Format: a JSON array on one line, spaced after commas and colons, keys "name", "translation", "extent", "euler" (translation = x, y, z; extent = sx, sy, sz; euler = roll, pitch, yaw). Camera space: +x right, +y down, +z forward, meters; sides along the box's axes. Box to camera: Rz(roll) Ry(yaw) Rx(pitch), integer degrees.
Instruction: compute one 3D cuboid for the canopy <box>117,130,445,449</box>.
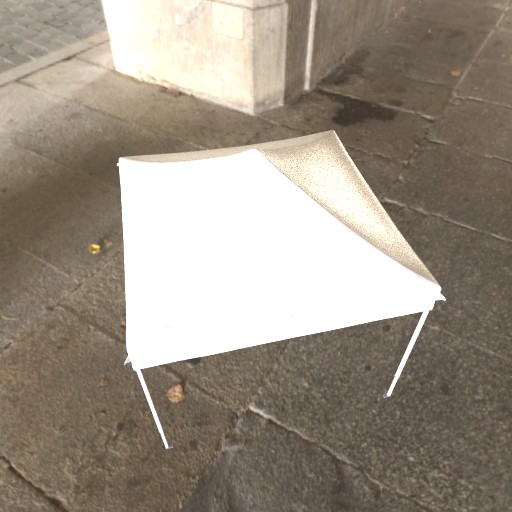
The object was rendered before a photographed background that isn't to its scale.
[{"name": "canopy", "translation": [0.000, 0.000, 5.386], "extent": [2.994, 2.998, 2.996], "euler": [-10, 47, -9]}]
